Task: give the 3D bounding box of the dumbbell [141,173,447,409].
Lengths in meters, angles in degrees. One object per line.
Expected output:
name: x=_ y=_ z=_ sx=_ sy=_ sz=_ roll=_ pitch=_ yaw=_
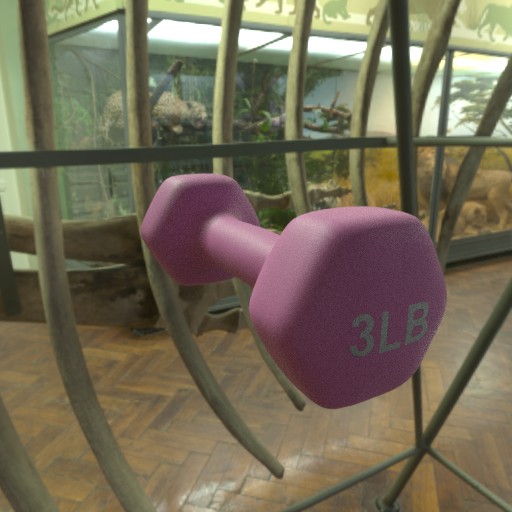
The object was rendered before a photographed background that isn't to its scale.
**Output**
dumbbell: x=0.000 y=0.000 z=0.188 sx=0.064 sy=0.058 sz=0.159 roll=-8 pitch=18 yaw=-27
